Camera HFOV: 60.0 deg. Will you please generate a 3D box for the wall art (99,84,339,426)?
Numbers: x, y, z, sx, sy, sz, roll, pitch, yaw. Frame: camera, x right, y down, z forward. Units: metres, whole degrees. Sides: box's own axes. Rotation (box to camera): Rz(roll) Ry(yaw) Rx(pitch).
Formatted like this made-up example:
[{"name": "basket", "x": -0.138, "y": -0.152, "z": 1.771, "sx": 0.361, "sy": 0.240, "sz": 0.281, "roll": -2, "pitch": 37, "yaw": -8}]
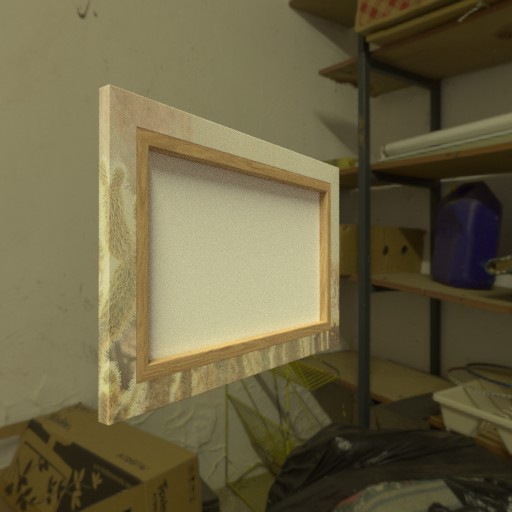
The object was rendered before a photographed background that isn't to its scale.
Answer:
[{"name": "wall art", "x": 0.000, "y": 0.000, "z": 1.451, "sx": 0.041, "sy": 0.758, "sz": 1.142, "roll": 0, "pitch": 0, "yaw": 37}]
